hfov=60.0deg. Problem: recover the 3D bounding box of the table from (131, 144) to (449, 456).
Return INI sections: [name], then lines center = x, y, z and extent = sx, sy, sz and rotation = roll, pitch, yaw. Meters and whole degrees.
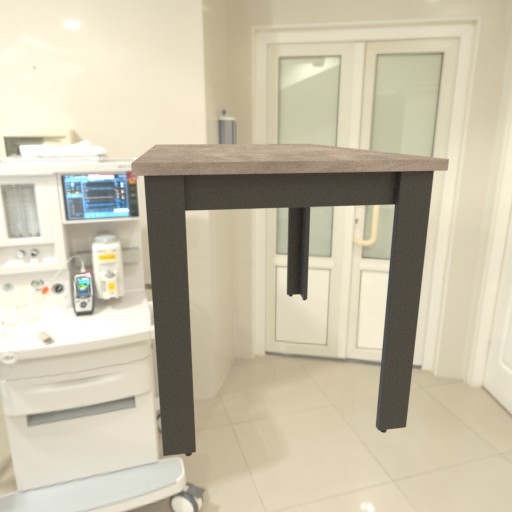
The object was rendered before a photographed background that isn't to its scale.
[table]
center = 0.000, 0.000, 1.569
extent = 0.700, 0.734, 1.100
rotation = -3, 16, -9
